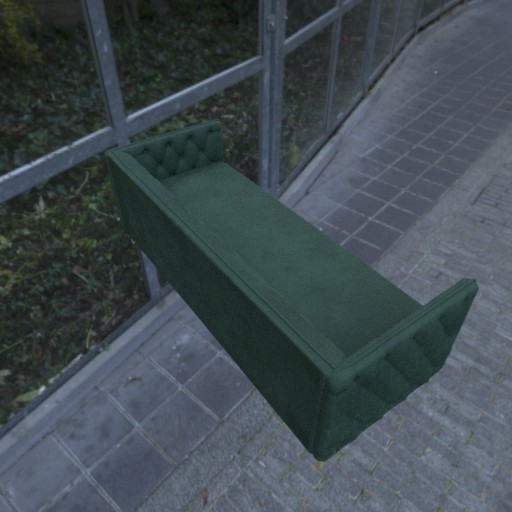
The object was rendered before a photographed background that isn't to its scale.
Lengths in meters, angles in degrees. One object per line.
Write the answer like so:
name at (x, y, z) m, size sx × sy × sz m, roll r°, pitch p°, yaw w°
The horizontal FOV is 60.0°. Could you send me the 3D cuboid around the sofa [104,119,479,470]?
sofa at (0.000, 0.000, 2.642) m, size 0.895 × 0.771 × 2.209 m, roll -25°, pitch 47°, yaw -27°
